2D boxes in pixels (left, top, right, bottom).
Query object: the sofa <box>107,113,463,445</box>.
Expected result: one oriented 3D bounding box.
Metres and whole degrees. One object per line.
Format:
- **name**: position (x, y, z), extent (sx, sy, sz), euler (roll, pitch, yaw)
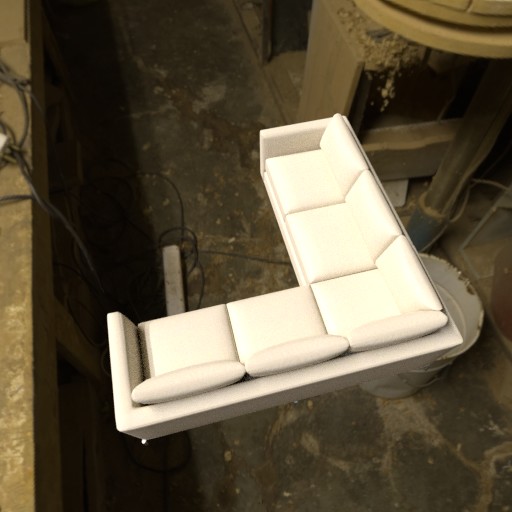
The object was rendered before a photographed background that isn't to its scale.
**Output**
- **sofa**: position (0.000, 0.000, 3.795), extent (2.448, 0.867, 2.430), euler (-12, 59, -7)
